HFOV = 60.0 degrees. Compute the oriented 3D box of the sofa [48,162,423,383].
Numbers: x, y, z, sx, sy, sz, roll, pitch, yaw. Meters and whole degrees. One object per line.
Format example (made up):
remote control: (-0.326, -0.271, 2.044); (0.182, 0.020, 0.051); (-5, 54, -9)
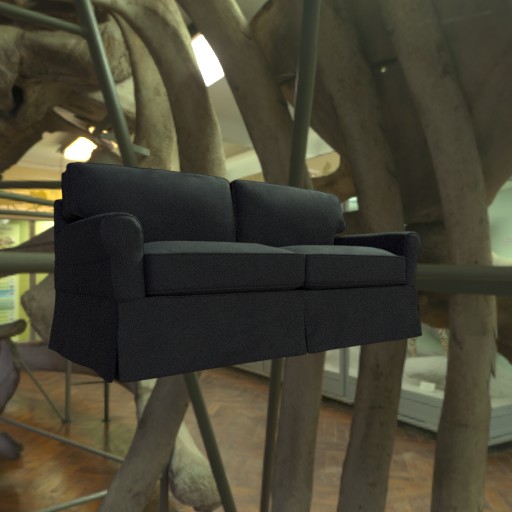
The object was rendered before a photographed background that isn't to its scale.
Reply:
sofa: (0.000, 0.000, 2.809); (2.256, 1.094, 0.983); (1, -1, -35)
